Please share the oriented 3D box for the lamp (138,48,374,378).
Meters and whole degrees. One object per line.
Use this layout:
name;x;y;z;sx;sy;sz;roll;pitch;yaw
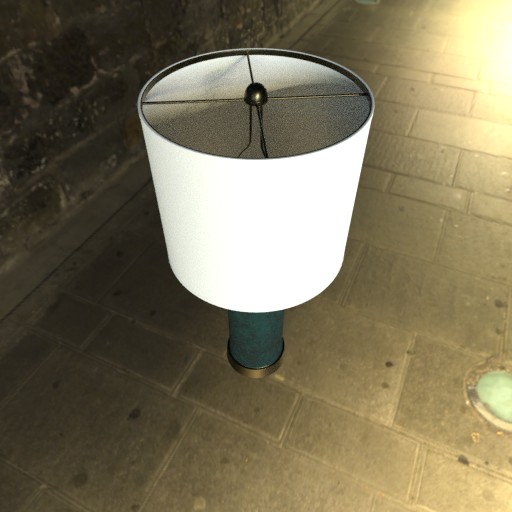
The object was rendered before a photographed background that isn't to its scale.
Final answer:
lamp;0.000;0.000;0.788;0.301;0.630;0.301;31;54;27
